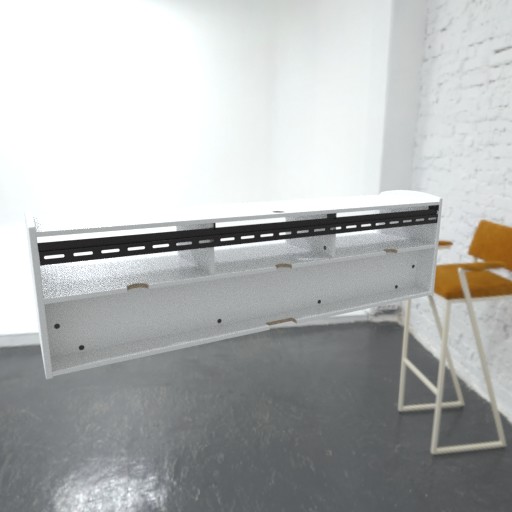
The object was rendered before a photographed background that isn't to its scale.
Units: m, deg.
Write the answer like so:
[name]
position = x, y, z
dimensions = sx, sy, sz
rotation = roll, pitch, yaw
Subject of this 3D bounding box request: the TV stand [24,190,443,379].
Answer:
[TV stand]
position = 0.000, 0.000, 1.632
dimensions = 1.473, 0.424, 0.397
rotation = -7, 15, -28
